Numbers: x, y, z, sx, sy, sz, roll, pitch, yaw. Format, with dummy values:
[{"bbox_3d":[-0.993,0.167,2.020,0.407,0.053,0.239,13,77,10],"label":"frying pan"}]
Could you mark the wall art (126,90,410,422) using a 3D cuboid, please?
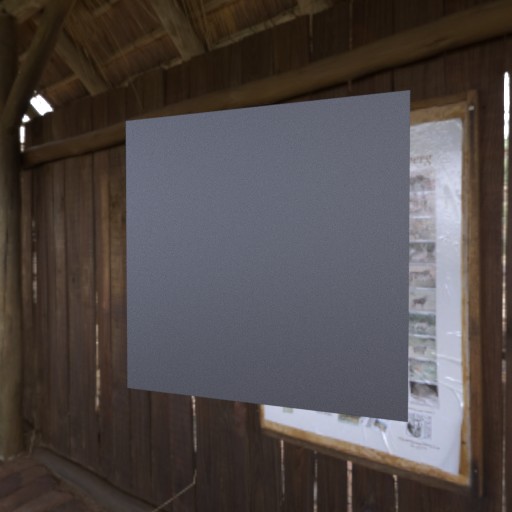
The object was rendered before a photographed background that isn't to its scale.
[{"bbox_3d":[0.000,0.000,0.776,0.507,0.507,0.038,0,1,19],"label":"wall art"}]
